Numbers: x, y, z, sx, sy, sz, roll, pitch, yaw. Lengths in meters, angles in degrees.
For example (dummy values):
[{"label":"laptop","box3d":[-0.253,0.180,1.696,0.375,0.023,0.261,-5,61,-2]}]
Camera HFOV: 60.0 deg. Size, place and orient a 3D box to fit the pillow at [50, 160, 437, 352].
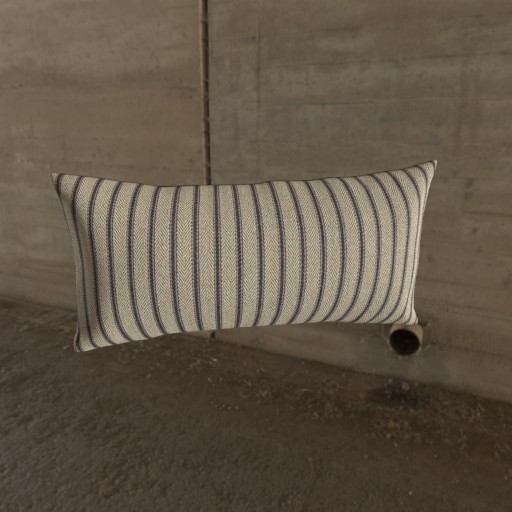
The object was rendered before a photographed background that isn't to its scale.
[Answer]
[{"label":"pillow","box3d":[0.000,0.000,0.732,0.609,0.305,0.151,-3,16,-9]}]
